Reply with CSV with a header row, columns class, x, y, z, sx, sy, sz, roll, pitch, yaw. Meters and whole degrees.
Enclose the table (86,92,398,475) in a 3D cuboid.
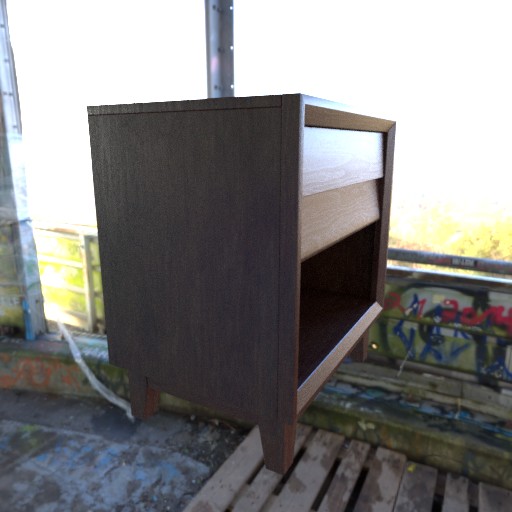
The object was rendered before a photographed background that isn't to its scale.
class,x,y,z,sx,sy,sz,roll,pitch,yaw
table,0.000,0.000,0.984,0.449,0.609,0.557,8,16,29
